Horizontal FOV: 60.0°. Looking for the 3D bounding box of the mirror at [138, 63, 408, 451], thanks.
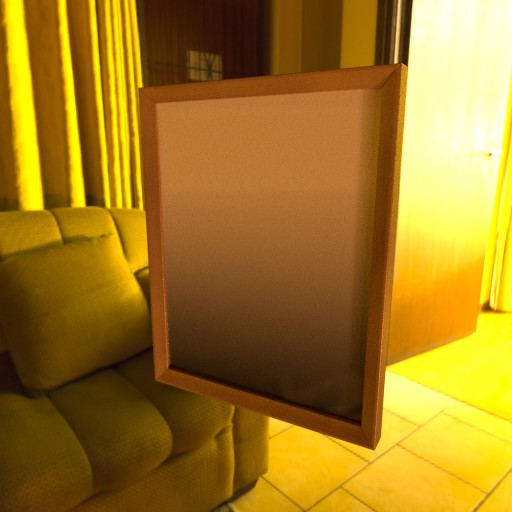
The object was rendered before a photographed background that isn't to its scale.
[{"bbox_3d":[0.000,0.000,0.679,0.406,0.509,0.041,7,15,29],"label":"mirror"}]
